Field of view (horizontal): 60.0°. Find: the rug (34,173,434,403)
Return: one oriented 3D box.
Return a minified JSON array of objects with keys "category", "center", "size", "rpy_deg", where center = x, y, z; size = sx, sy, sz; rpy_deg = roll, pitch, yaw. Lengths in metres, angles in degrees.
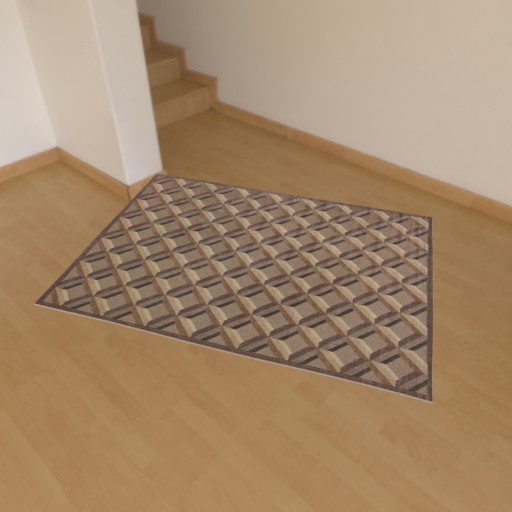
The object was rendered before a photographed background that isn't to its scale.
[{"category":"rug","center":[0.000,0.000,2.949],"size":[2.260,0.013,1.600],"rpy_deg":[11,41,13]}]
